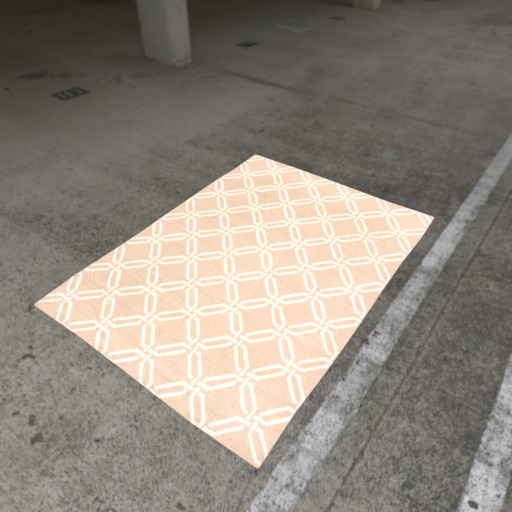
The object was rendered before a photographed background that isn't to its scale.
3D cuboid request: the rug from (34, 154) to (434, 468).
[{"bbox_3d":[0.000,0.000,4.382,2.452,0.020,3.365,25,47,26],"label":"rug"}]
